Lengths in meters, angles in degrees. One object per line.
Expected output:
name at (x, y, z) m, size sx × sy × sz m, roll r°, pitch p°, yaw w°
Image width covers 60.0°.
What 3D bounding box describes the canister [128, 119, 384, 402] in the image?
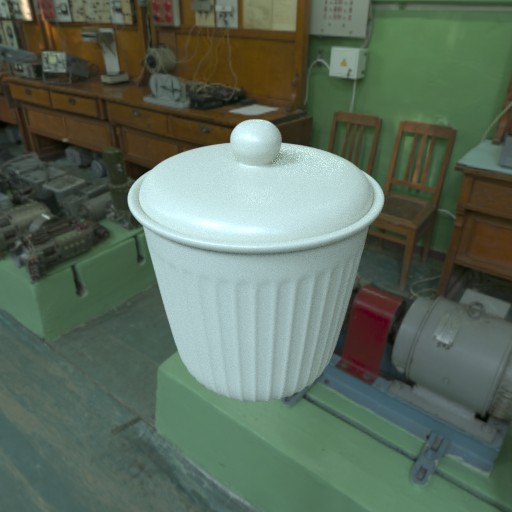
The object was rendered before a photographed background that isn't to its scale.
canister at (0.000, 0.000, 0.351) m, size 0.181 × 0.211 × 0.181 m, roll 0°, pitch 30°, yaw 0°
